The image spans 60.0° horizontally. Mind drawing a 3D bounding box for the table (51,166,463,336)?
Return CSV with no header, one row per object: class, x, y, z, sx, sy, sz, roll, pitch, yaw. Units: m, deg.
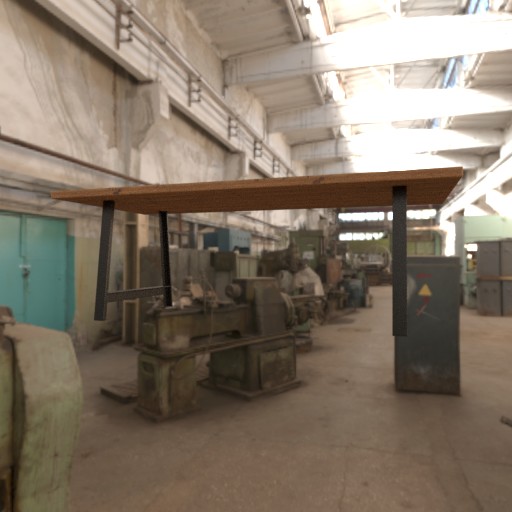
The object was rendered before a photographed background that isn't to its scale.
table,0.000,0.000,2.715,2.200,0.757,1.000,0,0,18
